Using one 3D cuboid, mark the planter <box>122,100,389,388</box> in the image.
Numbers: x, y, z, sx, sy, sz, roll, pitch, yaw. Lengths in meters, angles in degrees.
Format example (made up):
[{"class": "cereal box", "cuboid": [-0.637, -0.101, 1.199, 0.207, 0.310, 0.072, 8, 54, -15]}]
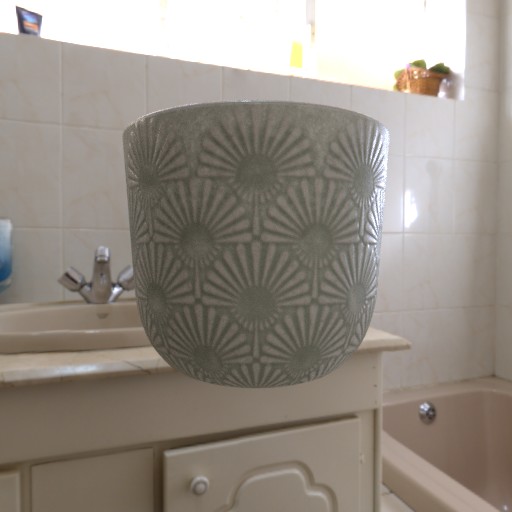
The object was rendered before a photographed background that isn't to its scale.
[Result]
[{"class": "planter", "cuboid": [0.000, 0.000, 0.295, 0.170, 0.152, 0.170, 0, 1, 0]}]
